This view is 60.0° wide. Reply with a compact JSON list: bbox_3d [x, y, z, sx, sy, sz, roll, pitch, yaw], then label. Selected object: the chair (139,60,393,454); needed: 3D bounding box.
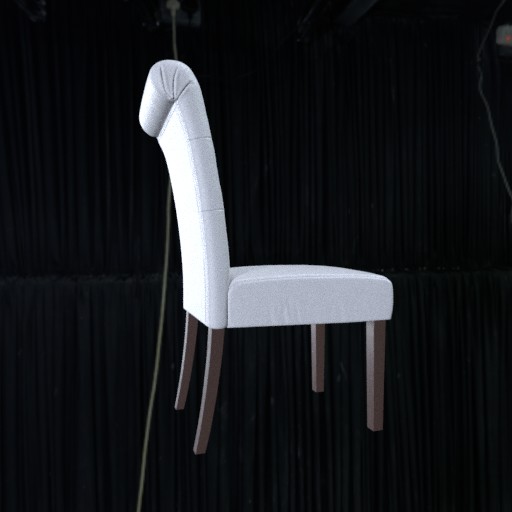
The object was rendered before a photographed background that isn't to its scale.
[{"bbox_3d":[0.000,0.000,1.366,0.671,1.006,0.456,0,1,-19],"label":"chair"}]
